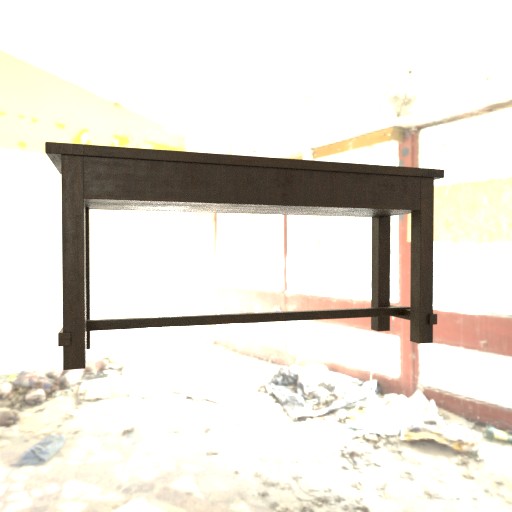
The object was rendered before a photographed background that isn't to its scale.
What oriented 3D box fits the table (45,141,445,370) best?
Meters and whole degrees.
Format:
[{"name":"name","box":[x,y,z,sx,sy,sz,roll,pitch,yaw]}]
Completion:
[{"name":"table","box":[0.000,0.000,1.913,1.599,0.762,0.442,0,0,-18]}]
